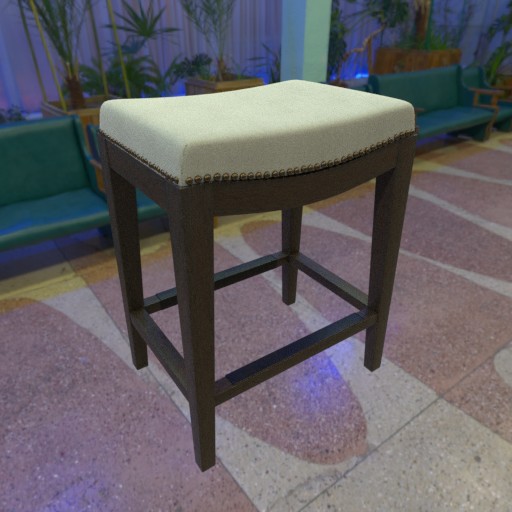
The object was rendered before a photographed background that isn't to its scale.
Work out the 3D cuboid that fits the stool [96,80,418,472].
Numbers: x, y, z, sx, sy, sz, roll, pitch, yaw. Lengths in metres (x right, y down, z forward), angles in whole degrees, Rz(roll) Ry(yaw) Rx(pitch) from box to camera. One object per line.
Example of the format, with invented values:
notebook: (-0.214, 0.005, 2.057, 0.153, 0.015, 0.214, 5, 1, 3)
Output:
stool: (0.000, 0.000, 0.947, 0.500, 0.642, 0.361, -19, 35, -30)
